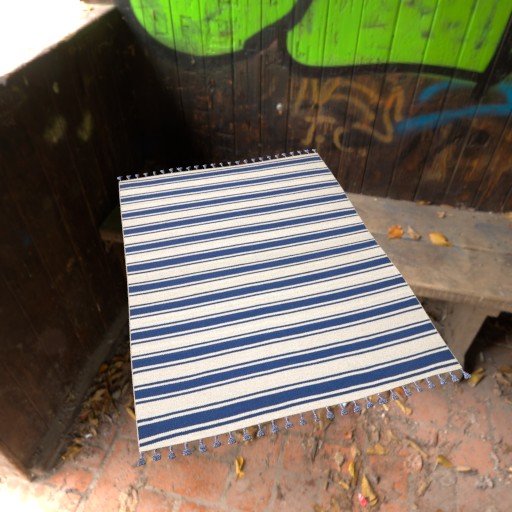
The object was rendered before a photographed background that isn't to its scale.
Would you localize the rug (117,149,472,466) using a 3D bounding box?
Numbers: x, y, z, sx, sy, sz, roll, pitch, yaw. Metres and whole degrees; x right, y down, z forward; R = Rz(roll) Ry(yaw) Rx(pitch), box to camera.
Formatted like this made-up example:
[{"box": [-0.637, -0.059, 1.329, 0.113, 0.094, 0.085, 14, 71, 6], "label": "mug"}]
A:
[{"box": [0.000, 0.000, 4.256, 2.471, 0.016, 3.416, -10, 45, -10], "label": "rug"}]
